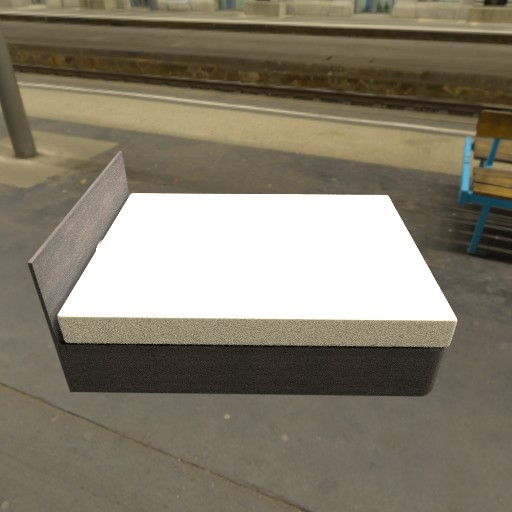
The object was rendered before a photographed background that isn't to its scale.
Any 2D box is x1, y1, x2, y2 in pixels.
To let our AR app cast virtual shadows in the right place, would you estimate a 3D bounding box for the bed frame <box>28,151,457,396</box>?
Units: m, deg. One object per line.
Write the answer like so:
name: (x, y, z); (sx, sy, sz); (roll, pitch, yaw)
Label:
bed frame: (0.000, 0.000, 2.655); (1.900, 0.800, 1.400); (0, 32, 1)
